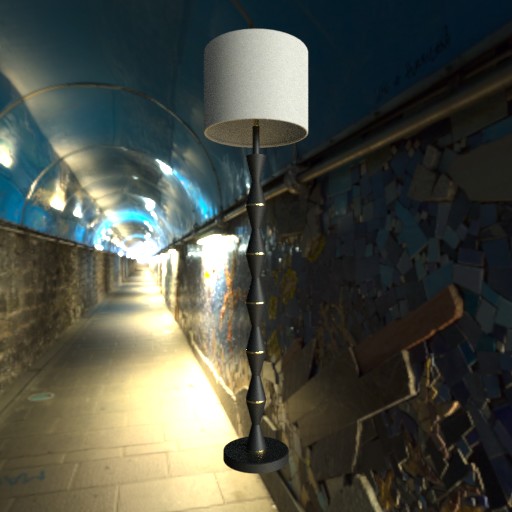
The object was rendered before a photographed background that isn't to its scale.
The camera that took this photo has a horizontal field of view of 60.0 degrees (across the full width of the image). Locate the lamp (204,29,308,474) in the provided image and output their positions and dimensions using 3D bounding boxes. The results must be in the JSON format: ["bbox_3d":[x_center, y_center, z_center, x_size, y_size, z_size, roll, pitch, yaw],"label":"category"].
[{"bbox_3d":[0.000,0.000,1.629,0.381,1.480,0.381,0,0,1],"label":"lamp"}]
